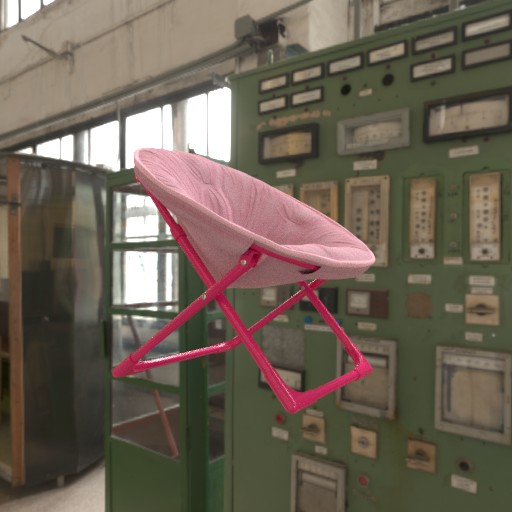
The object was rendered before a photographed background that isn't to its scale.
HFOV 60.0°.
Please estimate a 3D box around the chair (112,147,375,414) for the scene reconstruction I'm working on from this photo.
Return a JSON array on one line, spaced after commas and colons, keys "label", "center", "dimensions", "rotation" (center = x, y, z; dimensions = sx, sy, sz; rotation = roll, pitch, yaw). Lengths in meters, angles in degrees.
[{"label": "chair", "center": [0.000, 0.000, 0.916], "dimensions": [0.459, 0.494, 0.522], "rotation": [-1, -1, 37]}]
